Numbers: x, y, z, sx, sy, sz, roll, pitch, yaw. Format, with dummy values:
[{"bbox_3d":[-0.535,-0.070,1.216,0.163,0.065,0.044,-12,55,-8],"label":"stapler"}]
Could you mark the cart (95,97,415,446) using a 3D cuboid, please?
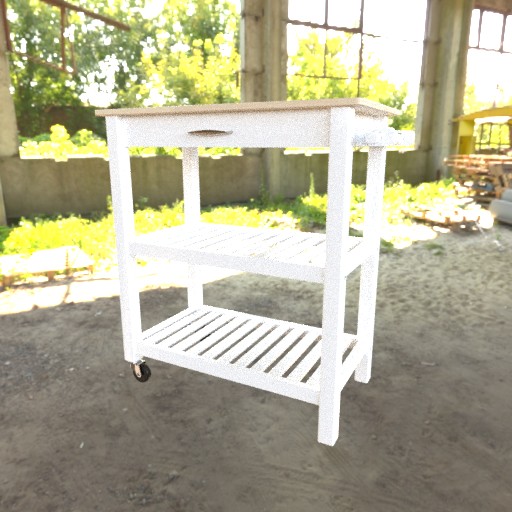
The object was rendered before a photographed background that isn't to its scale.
[{"bbox_3d":[0.000,0.000,1.476,0.899,0.927,0.457,7,16,27],"label":"cart"}]
